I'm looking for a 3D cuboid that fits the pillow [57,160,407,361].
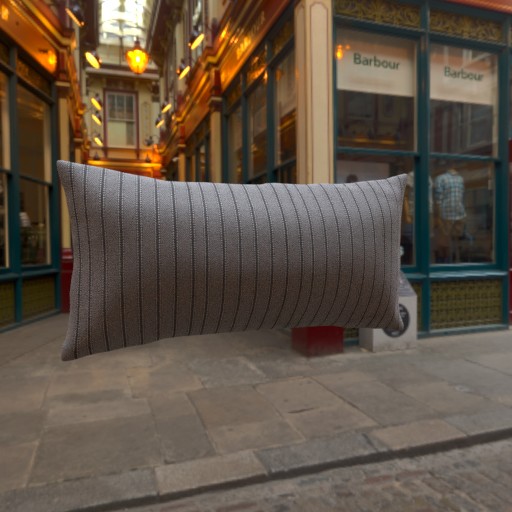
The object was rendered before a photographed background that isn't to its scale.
[{"bbox_3d":[0.000,0.000,0.745,0.609,0.305,0.151,-1,2,-20],"label":"pillow"}]
